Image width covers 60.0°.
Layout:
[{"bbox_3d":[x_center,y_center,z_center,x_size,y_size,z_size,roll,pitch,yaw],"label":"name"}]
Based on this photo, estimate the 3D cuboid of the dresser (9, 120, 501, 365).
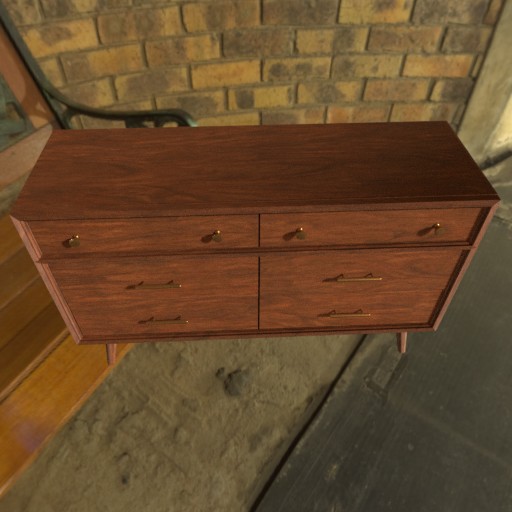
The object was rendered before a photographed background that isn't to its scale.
[{"bbox_3d":[0.000,0.000,1.801,1.472,0.889,0.500,-2,46,-2],"label":"dresser"}]
